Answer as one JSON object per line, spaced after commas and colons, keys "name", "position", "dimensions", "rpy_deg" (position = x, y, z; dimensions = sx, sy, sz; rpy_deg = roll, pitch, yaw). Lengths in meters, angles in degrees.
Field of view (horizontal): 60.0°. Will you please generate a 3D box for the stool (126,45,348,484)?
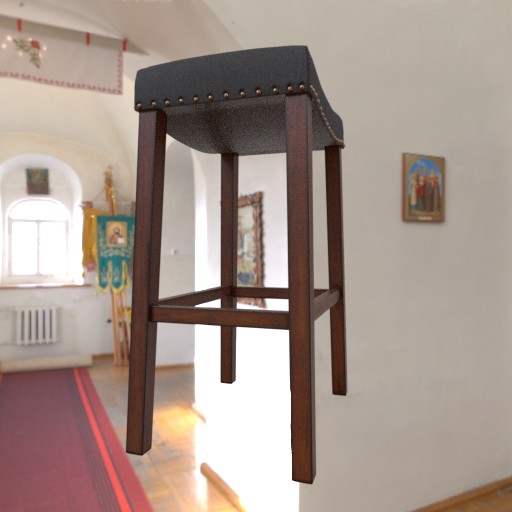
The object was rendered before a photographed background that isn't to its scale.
{"name": "stool", "position": [0.000, 0.000, 1.032], "dimensions": [0.366, 0.760, 0.502], "rpy_deg": [0, 1, 18]}
